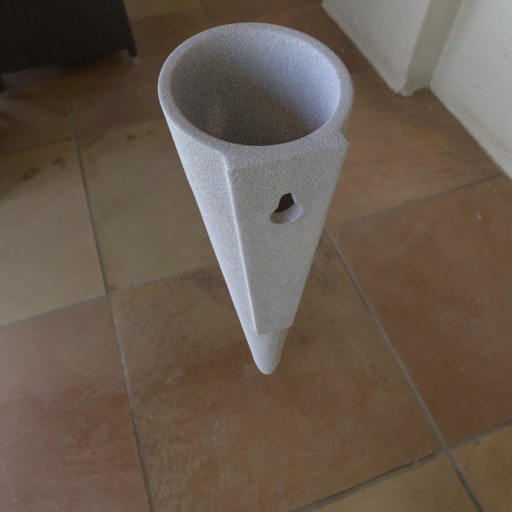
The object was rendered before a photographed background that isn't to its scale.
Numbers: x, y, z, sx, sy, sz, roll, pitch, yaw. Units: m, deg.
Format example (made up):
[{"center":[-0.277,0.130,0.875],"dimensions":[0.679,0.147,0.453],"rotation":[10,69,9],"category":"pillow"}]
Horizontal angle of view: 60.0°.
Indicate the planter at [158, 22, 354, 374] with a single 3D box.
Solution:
[{"center":[0.000,0.000,0.286],"dimensions":[0.078,0.259,0.087],"rotation":[-14,59,-9],"category":"planter"}]
